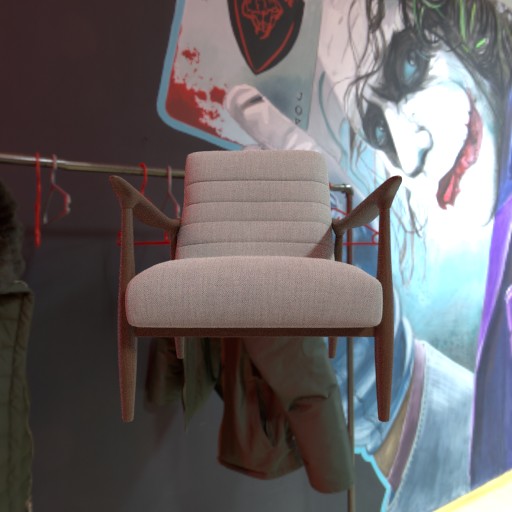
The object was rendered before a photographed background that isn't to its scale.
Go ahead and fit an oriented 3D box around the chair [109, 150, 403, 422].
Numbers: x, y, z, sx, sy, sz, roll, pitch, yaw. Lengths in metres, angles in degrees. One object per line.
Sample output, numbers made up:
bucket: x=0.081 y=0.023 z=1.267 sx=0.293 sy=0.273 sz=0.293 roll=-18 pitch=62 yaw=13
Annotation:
chair: x=0.000 y=0.000 z=1.425 sx=0.741 sy=0.832 sz=0.798 roll=0 pitch=1 yaw=0
